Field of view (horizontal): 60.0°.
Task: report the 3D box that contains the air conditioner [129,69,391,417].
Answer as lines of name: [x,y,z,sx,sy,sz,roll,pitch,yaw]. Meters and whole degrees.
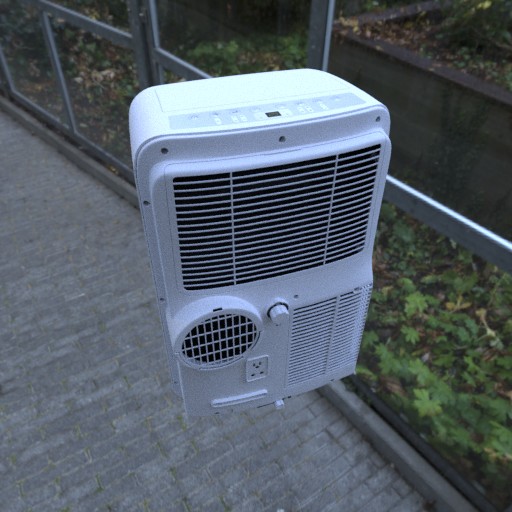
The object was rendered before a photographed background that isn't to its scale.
air conditioner: [0.000,0.000,0.943,0.454,0.700,0.365,-12,43,-13]
